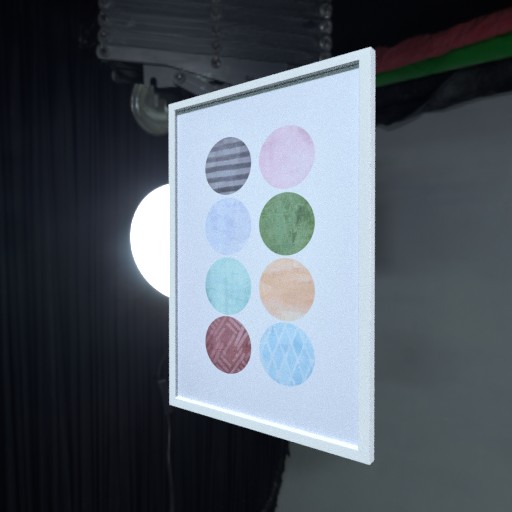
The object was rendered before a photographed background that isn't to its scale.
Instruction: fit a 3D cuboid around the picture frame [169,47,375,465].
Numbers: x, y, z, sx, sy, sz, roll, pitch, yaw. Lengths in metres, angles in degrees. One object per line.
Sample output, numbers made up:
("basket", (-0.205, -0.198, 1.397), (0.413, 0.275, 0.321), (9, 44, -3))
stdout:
("picture frame", (0.000, 0.000, 0.556), (0.305, 0.434, 0.013), (1, 1, 37))
